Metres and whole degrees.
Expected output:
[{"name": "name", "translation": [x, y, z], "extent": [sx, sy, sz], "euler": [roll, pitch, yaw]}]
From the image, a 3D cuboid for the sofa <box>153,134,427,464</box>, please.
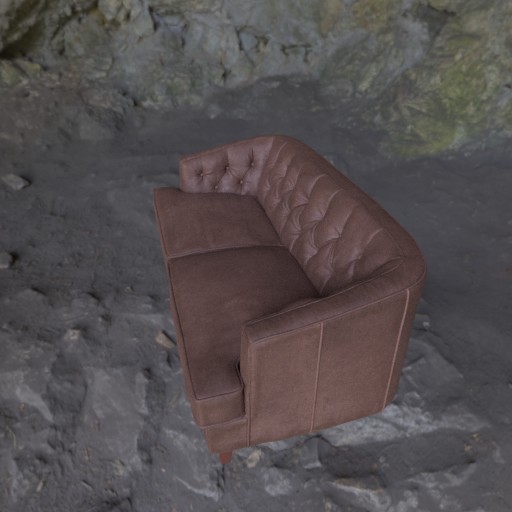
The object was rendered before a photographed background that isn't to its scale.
[{"name": "sofa", "translation": [0.000, 0.000, 2.233], "extent": [0.917, 0.799, 1.767], "euler": [-8, 33, -13]}]
